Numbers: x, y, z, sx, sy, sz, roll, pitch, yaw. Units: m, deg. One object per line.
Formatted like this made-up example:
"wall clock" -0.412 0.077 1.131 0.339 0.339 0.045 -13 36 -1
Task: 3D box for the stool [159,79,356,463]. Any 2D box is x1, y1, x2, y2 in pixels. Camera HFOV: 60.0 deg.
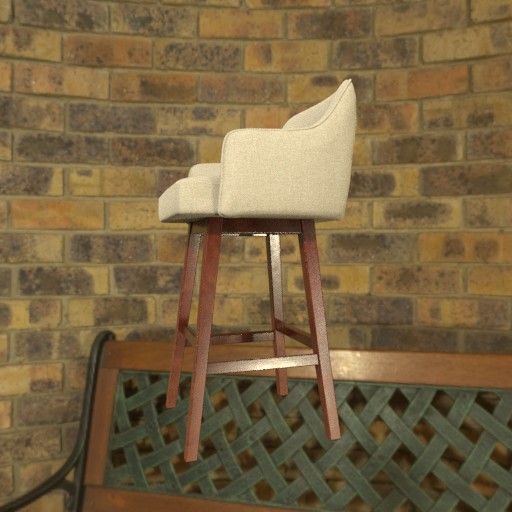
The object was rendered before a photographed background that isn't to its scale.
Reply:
"stool" 0.000 0.000 1.390 0.560 1.041 0.550 0 1 -18
